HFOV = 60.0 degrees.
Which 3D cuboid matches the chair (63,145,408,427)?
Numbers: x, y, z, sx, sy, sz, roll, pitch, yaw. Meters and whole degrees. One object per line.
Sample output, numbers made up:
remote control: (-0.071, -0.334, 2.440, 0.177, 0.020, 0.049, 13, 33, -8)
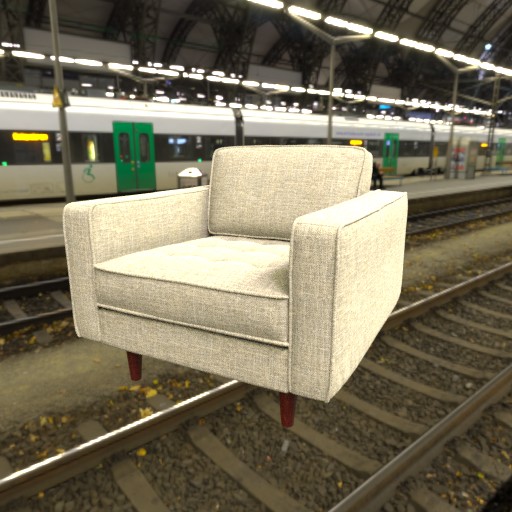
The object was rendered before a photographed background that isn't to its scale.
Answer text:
chair: (0.000, 0.000, 1.565, 0.889, 0.765, 0.914, 7, 15, 27)
